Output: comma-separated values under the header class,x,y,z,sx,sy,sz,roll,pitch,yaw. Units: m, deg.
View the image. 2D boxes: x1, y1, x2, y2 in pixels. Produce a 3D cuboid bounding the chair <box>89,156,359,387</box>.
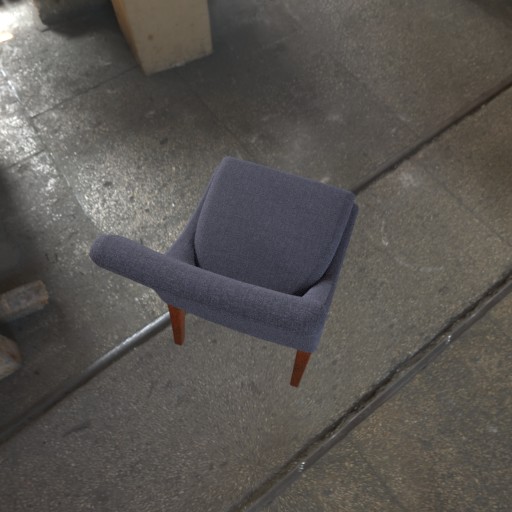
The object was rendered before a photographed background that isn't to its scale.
class,x,y,z,sx,sy,sz,roll,pitch,yaw
chair,0.000,0.000,1.323,0.508,0.952,0.655,18,66,8
